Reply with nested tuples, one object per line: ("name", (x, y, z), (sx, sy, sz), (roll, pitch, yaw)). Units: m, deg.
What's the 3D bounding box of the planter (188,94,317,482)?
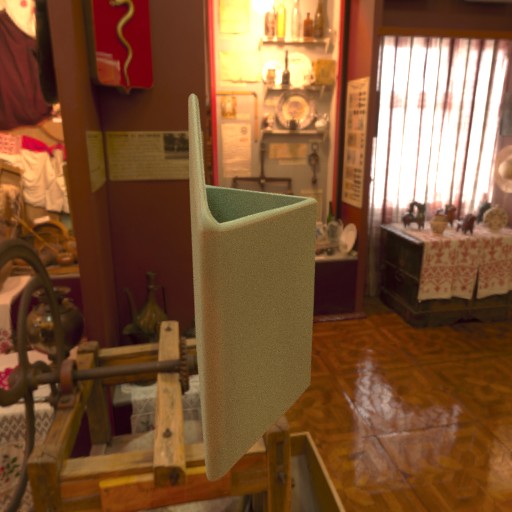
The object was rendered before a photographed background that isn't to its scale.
("planter", (0.000, 0.000, 0.288), (0.079, 0.197, 0.164), (-3, 16, -9))
